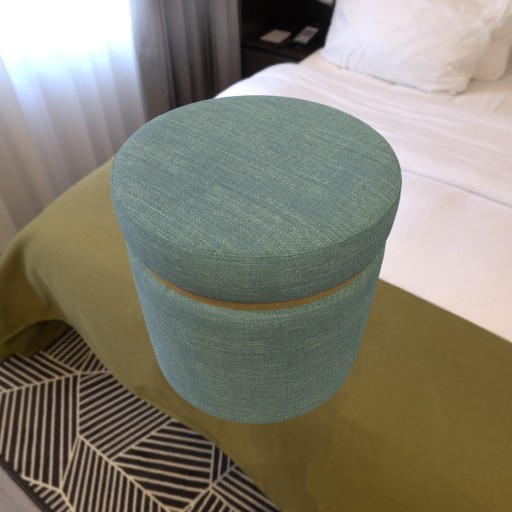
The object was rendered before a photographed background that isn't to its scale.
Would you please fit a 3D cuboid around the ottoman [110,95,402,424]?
[{"bbox_3d":[0.000,0.000,0.737,0.398,0.406,0.398,0,44,0],"label":"ottoman"}]
